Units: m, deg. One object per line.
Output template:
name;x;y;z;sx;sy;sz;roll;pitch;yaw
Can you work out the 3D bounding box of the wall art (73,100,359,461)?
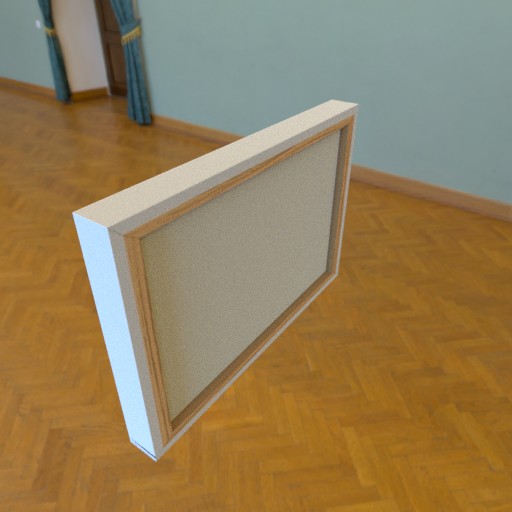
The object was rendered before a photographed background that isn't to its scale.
wall art;0.000;0.000;0.496;0.038;0.259;0.381;22;39;29
